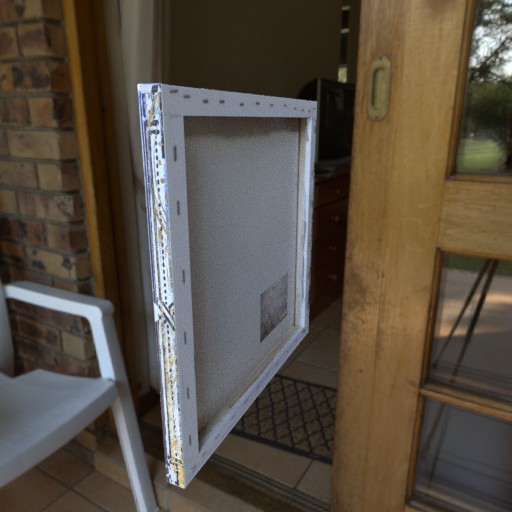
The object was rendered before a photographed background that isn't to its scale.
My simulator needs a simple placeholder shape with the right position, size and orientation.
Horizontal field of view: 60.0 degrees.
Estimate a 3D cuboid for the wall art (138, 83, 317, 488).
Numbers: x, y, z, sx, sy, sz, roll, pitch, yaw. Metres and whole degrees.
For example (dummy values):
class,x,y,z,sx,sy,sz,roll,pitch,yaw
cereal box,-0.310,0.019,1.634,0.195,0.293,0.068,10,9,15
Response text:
class,x,y,z,sx,sy,sz,roll,pitch,yaw
wall art,0.000,0.000,0.889,0.036,0.607,0.609,8,19,24
